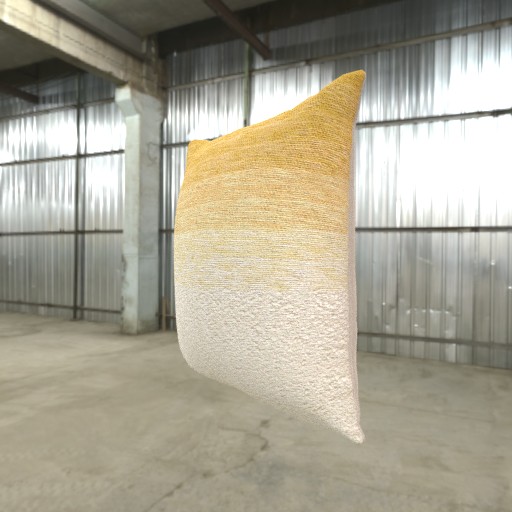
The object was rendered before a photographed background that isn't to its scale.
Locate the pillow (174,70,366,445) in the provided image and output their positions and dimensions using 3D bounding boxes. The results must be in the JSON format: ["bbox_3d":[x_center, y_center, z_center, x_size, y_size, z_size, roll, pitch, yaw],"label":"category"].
[{"bbox_3d":[0.000,0.000,0.705,0.211,0.450,0.450,-1,1,-35],"label":"pillow"}]
